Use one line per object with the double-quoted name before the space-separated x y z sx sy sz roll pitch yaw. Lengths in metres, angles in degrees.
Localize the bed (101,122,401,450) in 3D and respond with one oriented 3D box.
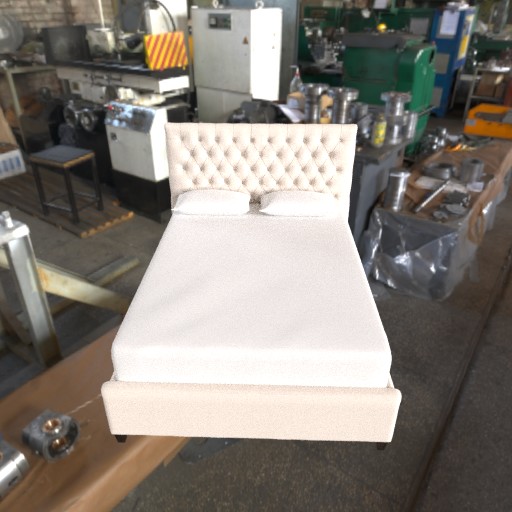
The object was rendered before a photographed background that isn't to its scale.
"bed" 0.000 0.000 3.281 1.696 1.426 2.233 1 30 2
